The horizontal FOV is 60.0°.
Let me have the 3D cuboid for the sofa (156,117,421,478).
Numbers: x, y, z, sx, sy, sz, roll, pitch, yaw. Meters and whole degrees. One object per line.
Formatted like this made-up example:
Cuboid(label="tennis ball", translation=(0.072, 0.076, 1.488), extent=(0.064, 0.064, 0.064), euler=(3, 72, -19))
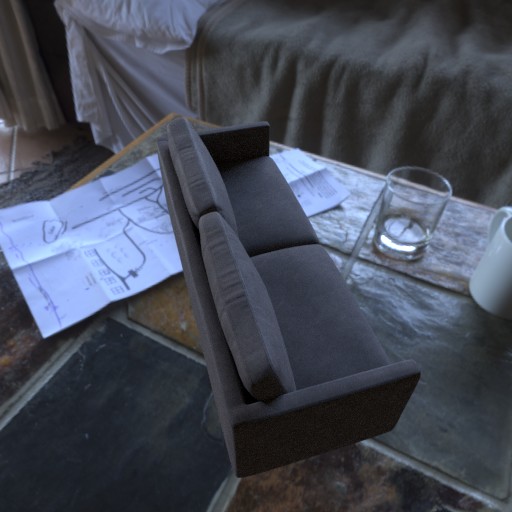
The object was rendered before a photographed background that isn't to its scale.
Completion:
Cuboid(label="sofa", translation=(0.000, 0.000, 2.943), extent=(0.951, 0.965, 2.434), euler=(-12, 47, -11))
